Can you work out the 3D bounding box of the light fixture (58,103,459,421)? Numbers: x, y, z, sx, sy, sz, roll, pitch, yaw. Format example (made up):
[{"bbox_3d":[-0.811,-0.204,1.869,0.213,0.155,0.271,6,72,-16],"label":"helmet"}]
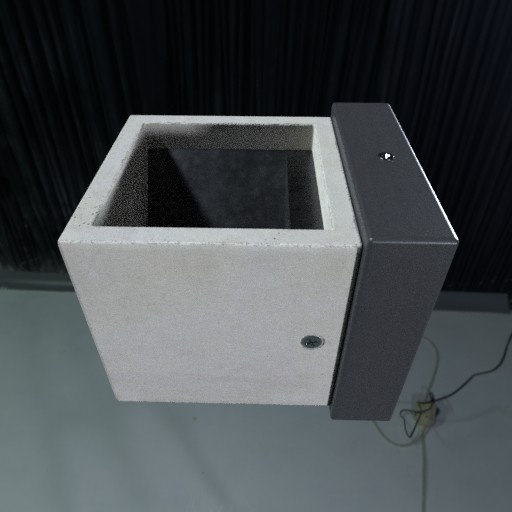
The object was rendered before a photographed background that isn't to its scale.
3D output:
[{"bbox_3d":[0.000,0.000,0.237,0.143,0.121,0.121,1,41,1],"label":"light fixture"}]
